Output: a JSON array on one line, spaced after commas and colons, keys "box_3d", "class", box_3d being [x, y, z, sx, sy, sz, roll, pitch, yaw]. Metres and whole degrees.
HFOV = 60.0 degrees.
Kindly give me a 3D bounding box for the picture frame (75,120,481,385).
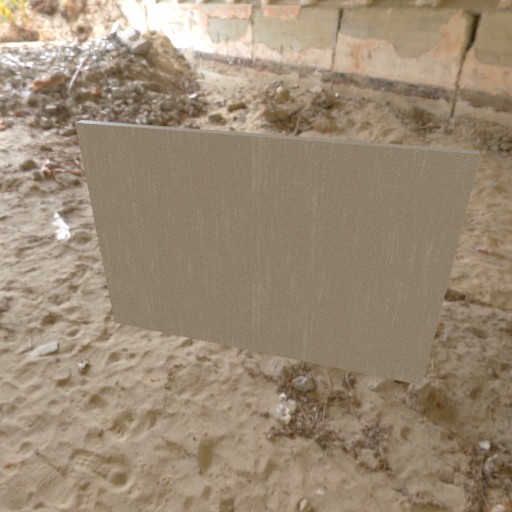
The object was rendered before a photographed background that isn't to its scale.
[{"box_3d": [0.000, 0.000, 1.178, 0.950, 0.640, 0.029, 8, 31, 14], "class": "picture frame"}]
